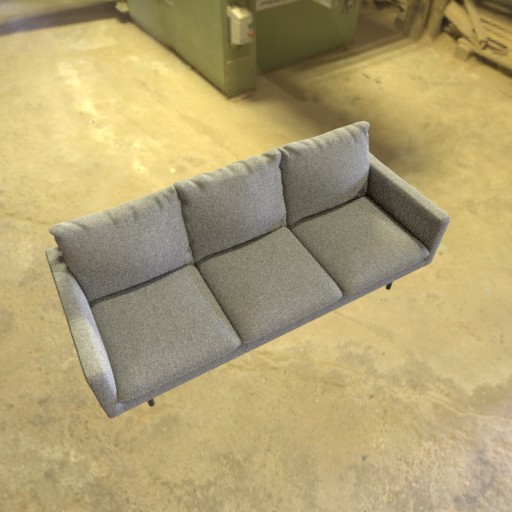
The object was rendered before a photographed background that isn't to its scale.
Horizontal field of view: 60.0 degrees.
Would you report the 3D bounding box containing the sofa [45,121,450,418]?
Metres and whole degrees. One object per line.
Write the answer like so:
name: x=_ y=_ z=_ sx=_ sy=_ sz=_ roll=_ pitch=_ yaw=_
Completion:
sofa: x=0.000 y=0.000 z=2.443 sx=2.000 sy=0.830 sz=0.850 roll=-22 pitch=51 yaw=-19
